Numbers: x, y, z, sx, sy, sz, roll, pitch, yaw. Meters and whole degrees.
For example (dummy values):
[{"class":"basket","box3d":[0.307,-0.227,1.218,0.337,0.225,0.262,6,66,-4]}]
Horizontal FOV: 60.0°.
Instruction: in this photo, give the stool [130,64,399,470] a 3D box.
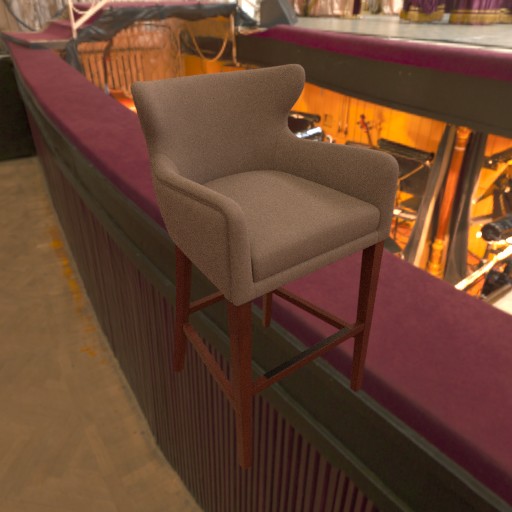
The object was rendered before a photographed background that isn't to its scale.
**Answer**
[{"class":"stool","box3d":[0.000,0.000,1.395,0.575,1.047,0.575,-21,37,-32]}]
